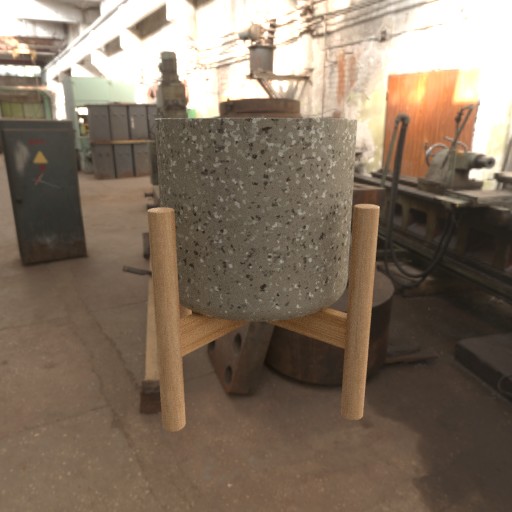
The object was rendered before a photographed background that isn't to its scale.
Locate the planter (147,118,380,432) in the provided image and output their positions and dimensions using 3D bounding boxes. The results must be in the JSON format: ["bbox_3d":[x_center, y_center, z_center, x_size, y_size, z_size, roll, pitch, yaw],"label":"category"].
[{"bbox_3d":[0.000,0.000,0.543,0.284,0.320,0.284,-9,19,-27],"label":"planter"}]
